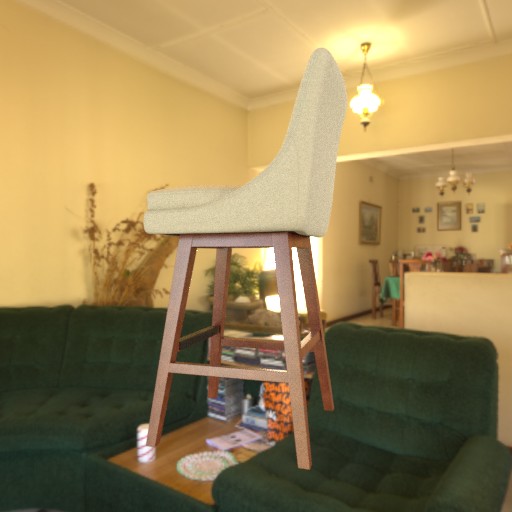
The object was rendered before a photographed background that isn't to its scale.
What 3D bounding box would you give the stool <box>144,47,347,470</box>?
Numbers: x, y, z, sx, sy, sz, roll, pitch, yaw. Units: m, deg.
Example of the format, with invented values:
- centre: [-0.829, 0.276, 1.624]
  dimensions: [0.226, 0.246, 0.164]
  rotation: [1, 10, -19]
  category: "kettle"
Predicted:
- centre: [0.000, 0.000, 1.418]
  dimensions: [0.559, 1.092, 0.470]
  rotation: [0, 0, 17]
  category: "stool"
